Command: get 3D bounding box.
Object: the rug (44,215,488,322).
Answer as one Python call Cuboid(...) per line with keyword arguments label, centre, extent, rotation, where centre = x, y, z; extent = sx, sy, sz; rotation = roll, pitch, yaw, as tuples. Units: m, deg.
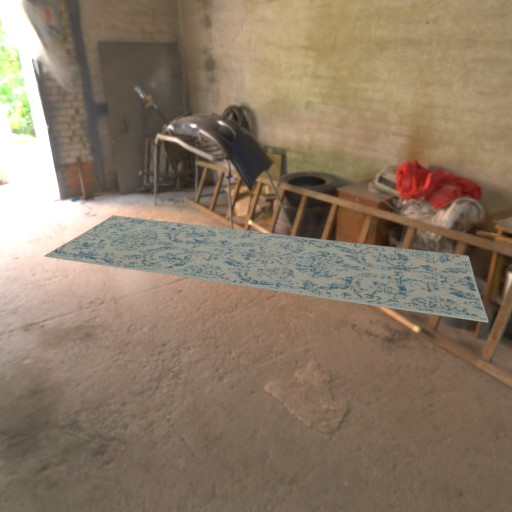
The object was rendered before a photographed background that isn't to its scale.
Cuboid(label="rug", centre=(0.000, 0.000, 2.392), extent=(2.196, 0.011, 0.662), rotation=(7, 26, 15))
